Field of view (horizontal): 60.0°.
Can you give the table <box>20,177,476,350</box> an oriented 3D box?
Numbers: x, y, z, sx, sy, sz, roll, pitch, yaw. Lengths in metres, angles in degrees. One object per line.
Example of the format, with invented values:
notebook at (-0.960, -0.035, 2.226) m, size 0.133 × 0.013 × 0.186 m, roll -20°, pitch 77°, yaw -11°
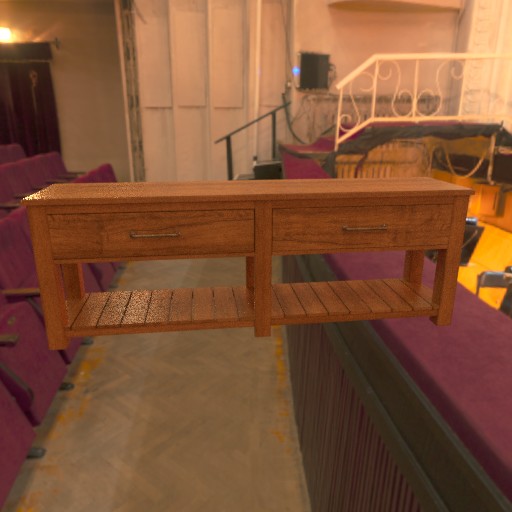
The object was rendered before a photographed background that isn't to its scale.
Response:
table at (0.000, 0.000, 2.035) m, size 1.815 × 0.635 × 0.425 m, roll -2°, pitch 18°, yaw -7°
